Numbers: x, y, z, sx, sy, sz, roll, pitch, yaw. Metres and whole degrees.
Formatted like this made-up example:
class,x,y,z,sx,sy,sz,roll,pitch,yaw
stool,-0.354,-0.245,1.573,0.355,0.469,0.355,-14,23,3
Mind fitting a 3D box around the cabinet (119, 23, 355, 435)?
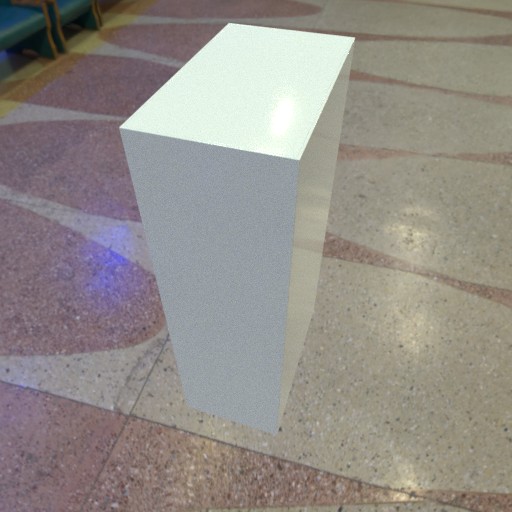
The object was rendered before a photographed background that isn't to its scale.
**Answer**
class,x,y,z,sx,sy,sz,roll,pitch,yaw
cabinet,0.000,0.000,2.331,0.580,1.920,0.980,13,47,12
